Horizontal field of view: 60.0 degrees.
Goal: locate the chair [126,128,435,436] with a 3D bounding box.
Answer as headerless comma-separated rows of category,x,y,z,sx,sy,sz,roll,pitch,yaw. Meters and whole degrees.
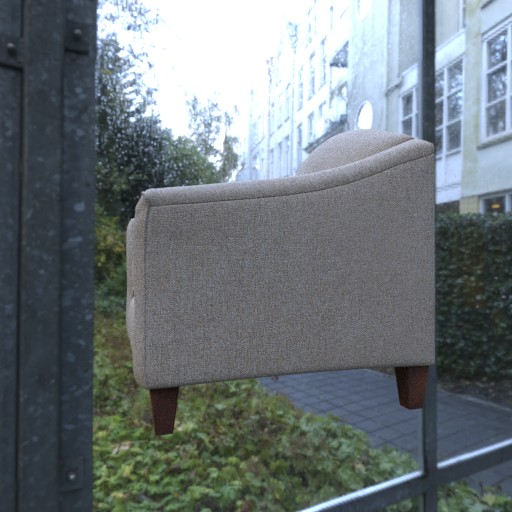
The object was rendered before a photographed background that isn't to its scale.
chair,0.000,0.000,1.424,0.787,0.839,0.763,0,0,-18
